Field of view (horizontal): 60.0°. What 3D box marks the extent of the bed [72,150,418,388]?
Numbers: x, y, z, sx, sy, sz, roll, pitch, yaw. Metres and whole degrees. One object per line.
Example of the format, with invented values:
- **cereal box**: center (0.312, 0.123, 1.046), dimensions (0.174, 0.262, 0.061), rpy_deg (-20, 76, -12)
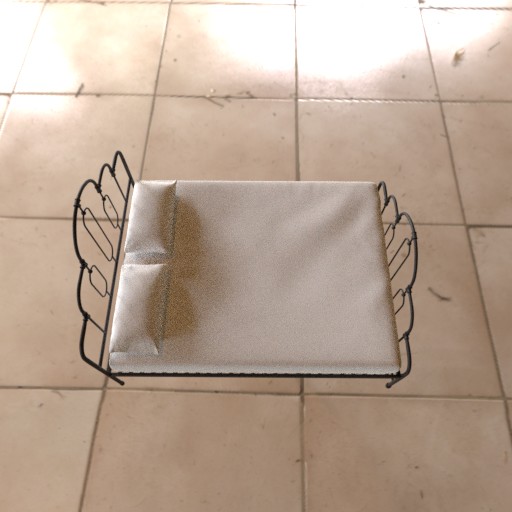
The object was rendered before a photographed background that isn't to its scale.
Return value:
- **bed**: center (0.000, 0.000, 3.258), dimensions (2.163, 1.429, 1.640), rpy_deg (0, 64, 0)
